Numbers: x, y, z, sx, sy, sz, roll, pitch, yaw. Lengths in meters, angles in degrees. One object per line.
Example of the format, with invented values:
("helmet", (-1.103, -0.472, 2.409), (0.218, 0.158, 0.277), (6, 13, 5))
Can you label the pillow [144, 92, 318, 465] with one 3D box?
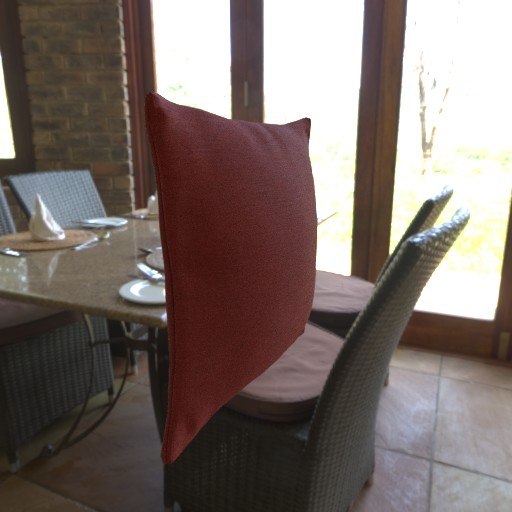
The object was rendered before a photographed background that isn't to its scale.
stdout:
("pillow", (0.000, 0.000, 0.654), (0.151, 0.416, 0.435), (7, 15, 27))
